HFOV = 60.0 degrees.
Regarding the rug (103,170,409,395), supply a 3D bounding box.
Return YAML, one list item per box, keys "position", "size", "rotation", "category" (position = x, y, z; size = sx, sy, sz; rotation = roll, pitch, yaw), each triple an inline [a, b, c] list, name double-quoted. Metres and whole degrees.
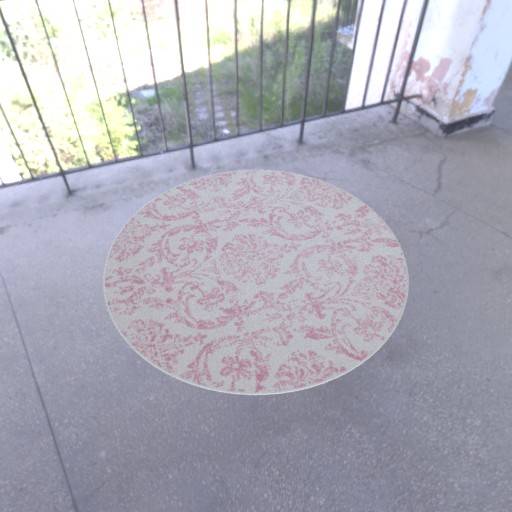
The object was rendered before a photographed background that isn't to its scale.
- position: [0.000, 0.000, 2.376]
  size: [1.593, 0.012, 1.593]
  rotation: [0, 46, 0]
  category: "rug"
